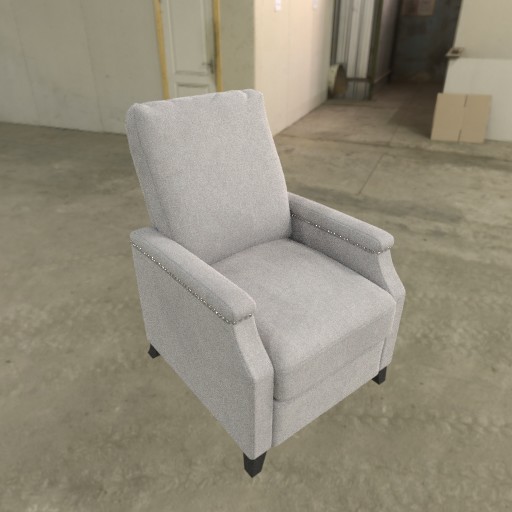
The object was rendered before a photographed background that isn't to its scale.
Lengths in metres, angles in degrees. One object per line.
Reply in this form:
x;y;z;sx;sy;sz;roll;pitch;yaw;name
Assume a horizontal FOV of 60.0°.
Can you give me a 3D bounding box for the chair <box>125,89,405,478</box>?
0.000;0.000;1.642;0.710;1.049;0.922;-22;37;-32;chair
